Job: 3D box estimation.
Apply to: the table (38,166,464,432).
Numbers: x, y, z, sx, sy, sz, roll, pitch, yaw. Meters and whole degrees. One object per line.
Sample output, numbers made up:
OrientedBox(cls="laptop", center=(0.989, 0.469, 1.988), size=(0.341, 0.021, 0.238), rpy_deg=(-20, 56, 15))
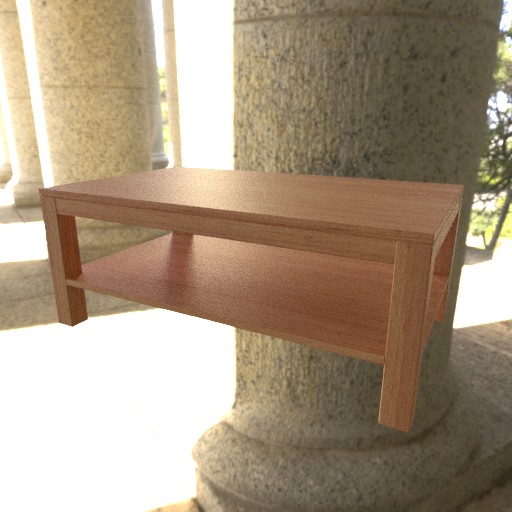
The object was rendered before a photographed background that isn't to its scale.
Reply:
OrientedBox(cls="table", center=(0.000, 0.000, 1.463), size=(1.146, 0.457, 0.695), rpy_deg=(9, 20, 27))
